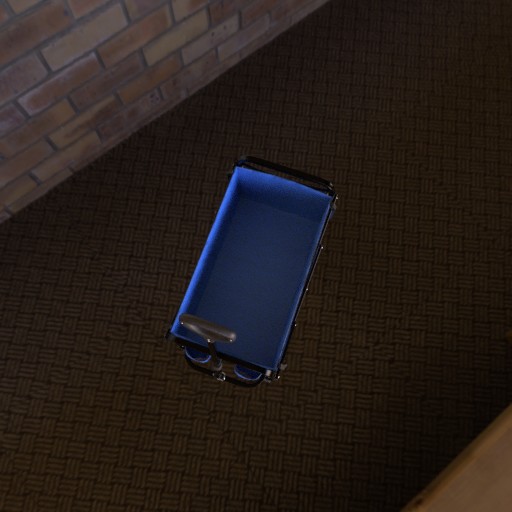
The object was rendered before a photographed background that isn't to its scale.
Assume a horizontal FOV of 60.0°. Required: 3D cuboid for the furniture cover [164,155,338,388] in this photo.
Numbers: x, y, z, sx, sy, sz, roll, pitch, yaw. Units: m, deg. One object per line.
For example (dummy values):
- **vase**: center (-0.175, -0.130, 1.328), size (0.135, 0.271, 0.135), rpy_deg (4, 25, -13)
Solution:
- **furniture cover**: center (0.000, 0.000, 1.813), size (0.532, 1.295, 1.038), rpy_deg (19, 76, 5)
